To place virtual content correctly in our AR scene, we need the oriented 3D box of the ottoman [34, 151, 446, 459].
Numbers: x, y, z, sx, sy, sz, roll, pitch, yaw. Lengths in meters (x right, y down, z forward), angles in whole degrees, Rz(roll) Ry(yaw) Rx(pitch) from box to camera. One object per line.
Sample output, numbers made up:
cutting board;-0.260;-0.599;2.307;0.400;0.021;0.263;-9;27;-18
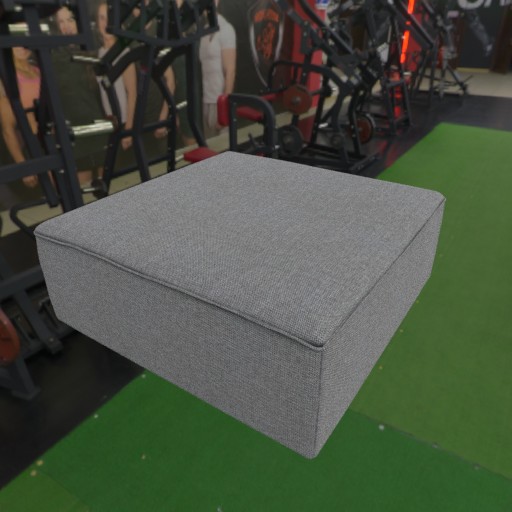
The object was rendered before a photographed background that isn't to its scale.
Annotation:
ottoman;0.000;0.000;1.563;1.017;0.423;1.023;18;34;30
